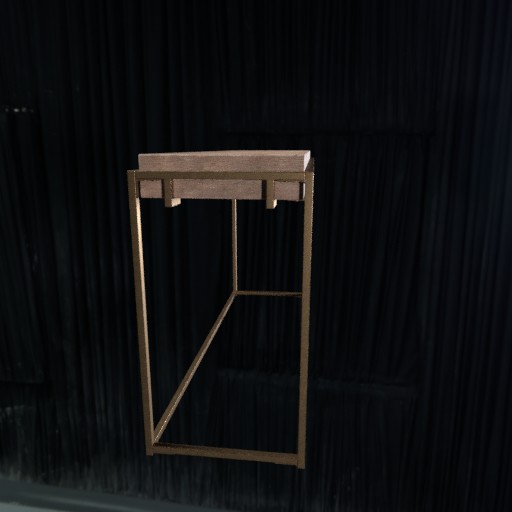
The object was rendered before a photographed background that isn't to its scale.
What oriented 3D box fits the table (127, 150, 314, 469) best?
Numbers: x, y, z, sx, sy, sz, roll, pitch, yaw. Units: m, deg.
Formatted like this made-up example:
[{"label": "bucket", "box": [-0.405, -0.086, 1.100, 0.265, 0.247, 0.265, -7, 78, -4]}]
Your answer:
[{"label": "table", "box": [0.000, 0.000, 1.790, 0.440, 0.820, 1.400, 2, 14, 7]}]
